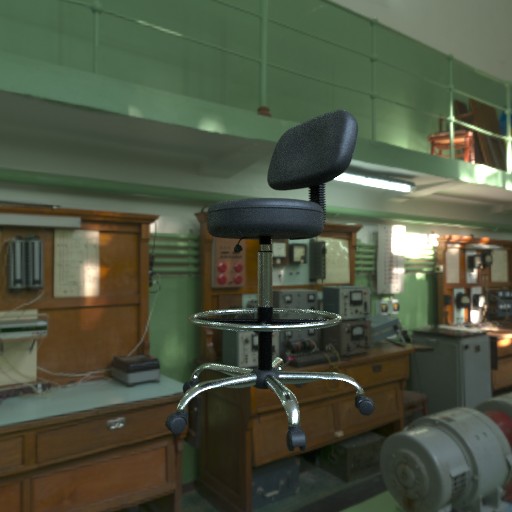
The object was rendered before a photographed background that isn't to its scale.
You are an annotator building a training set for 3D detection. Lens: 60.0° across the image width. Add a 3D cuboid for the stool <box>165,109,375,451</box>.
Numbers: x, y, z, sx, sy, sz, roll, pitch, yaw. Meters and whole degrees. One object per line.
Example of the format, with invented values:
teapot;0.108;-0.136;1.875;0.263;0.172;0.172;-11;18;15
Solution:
stool;0.000;0.000;1.525;0.658;1.069;0.694;1;-2;-36
